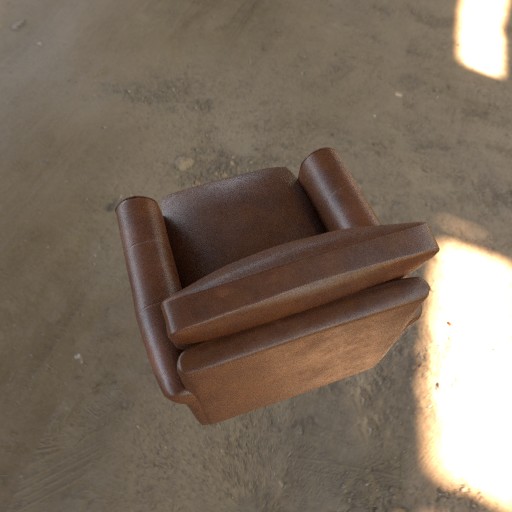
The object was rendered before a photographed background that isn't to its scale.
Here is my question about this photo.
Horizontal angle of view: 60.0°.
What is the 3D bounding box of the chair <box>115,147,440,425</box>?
[{"bbox_3d":[0.000,0.000,1.778,0.989,0.972,0.992,-16,60,-10],"label":"chair"}]
